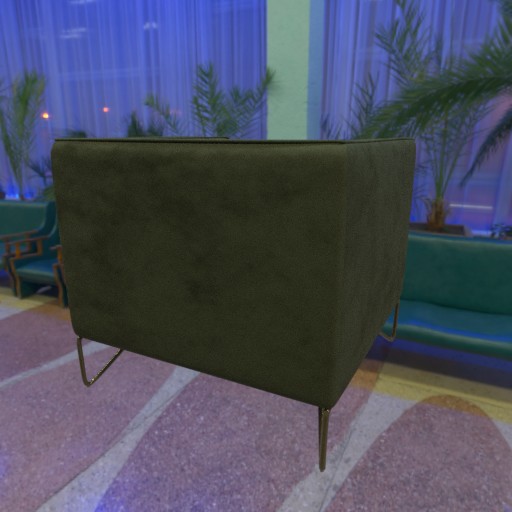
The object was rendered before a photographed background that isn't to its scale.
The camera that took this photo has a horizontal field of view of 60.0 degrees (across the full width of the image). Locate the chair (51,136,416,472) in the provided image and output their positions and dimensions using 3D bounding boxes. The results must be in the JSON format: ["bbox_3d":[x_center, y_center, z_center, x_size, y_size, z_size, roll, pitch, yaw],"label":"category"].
[{"bbox_3d":[0.000,0.000,1.518,0.880,0.790,0.894,8,18,27],"label":"chair"}]
